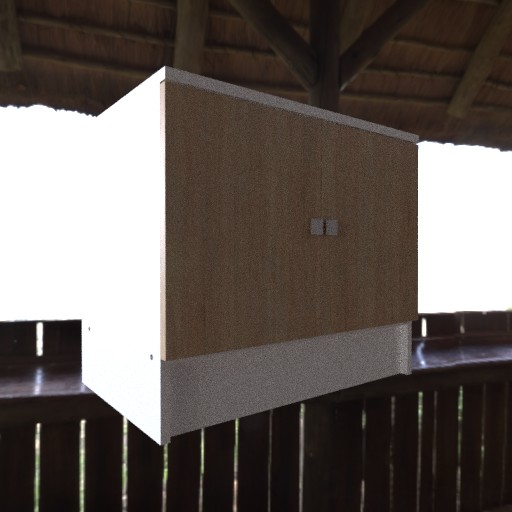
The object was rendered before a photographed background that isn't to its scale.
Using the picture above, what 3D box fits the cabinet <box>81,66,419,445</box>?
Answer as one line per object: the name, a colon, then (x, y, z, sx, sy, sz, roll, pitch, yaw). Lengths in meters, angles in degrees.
cabinet: (0.000, 0.000, 0.935, 0.600, 0.522, 0.400, 0, 1, -37)
